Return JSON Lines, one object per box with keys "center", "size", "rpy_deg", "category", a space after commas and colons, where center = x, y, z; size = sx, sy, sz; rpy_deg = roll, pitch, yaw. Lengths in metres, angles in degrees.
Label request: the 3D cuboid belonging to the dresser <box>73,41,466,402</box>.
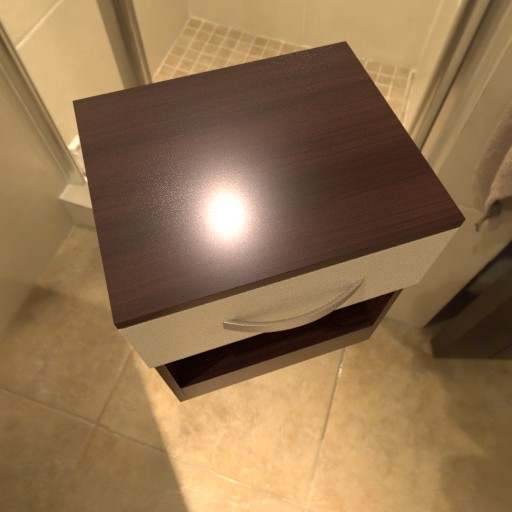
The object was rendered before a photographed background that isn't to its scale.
{"center": [0.000, 0.000, 0.748], "size": [0.400, 0.470, 0.360], "rpy_deg": [-16, 62, -9], "category": "dresser"}
